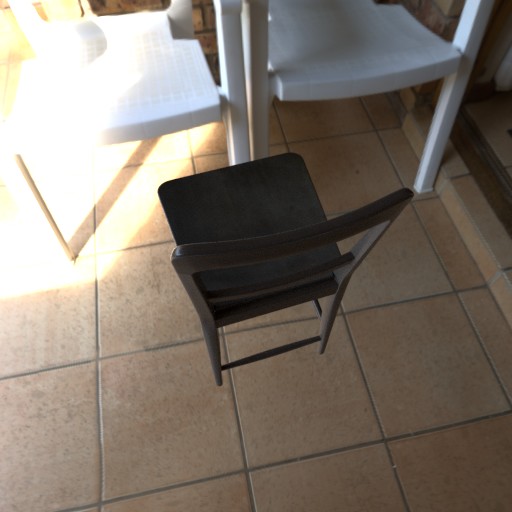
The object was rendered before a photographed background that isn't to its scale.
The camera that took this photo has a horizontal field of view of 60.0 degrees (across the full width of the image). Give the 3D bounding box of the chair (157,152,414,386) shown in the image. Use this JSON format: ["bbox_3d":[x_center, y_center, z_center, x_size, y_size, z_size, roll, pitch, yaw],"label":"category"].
[{"bbox_3d":[0.000,0.000,1.276,0.450,0.991,0.546,-15,60,-9],"label":"chair"}]
